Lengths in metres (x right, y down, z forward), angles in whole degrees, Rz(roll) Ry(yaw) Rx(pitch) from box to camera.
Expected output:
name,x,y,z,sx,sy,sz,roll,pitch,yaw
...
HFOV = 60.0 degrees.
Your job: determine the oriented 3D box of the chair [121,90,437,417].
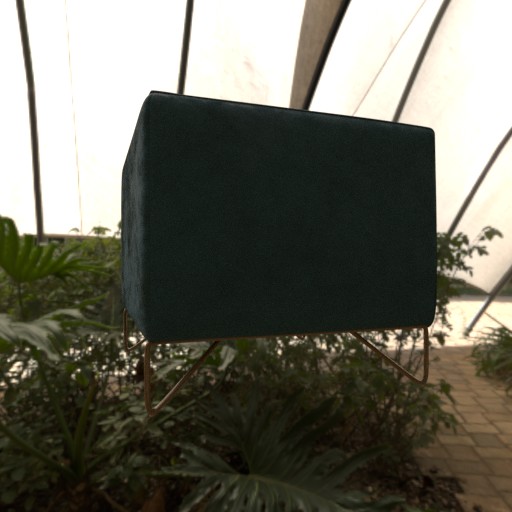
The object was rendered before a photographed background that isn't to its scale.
name,x,y,z,sx,sy,sz,roll,pitch,yaw
chair,0.000,0.000,1.595,0.894,0.790,0.880,0,-1,-20
